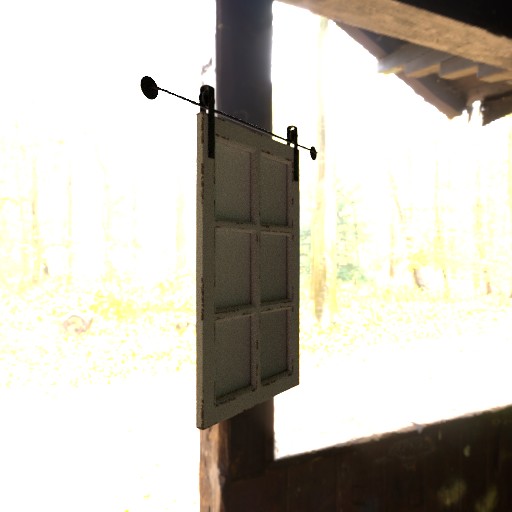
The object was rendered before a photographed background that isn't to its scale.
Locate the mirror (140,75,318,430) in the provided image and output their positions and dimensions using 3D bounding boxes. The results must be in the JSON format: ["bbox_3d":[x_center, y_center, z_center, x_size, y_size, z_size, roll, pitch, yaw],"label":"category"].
[{"bbox_3d":[0.000,0.000,1.267,0.037,0.844,0.808,0,0,35],"label":"mirror"}]
